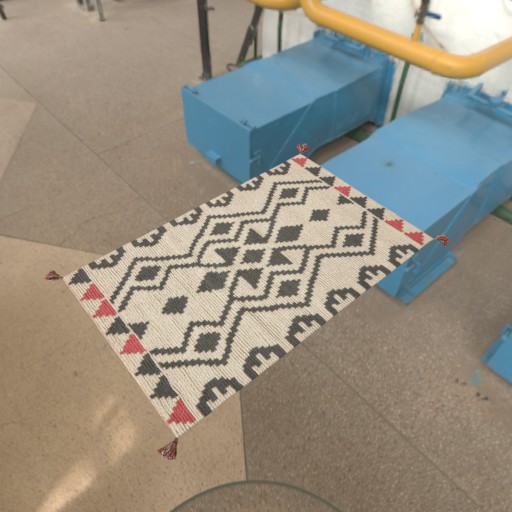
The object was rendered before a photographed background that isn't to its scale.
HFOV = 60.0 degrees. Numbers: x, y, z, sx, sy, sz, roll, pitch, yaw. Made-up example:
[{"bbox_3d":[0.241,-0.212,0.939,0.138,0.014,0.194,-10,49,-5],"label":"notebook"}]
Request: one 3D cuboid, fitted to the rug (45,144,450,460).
[{"bbox_3d":[0.000,0.000,3.376,2.672,0.066,1.741,-32,55,-26],"label":"rug"}]
